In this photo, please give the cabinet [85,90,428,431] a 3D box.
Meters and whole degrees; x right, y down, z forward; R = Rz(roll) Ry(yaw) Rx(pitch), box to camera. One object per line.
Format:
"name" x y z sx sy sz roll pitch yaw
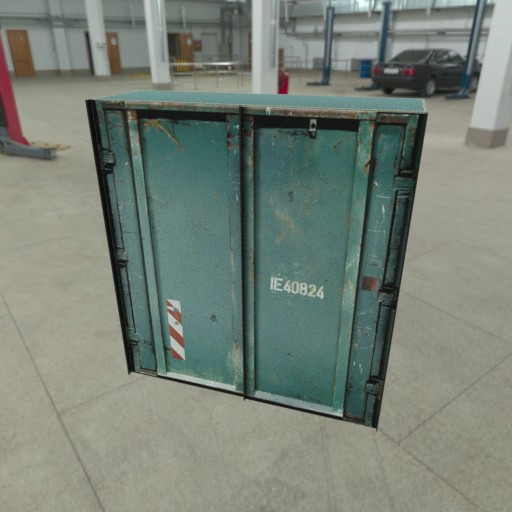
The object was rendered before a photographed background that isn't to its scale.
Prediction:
"cabinet" 0.000 0.000 3.220 2.000 2.160 0.680 8 27 16
